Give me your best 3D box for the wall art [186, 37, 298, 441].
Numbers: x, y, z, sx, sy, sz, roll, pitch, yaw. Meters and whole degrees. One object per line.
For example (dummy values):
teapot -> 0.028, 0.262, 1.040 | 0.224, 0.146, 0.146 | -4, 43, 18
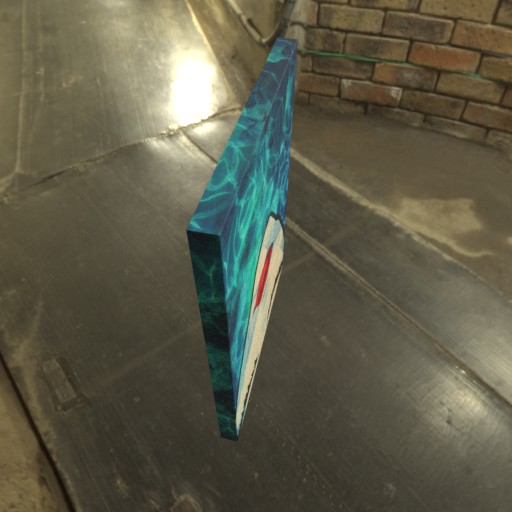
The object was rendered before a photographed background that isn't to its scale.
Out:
wall art -> 0.000, 0.000, 0.880 | 0.038, 0.635, 0.508 | 10, 49, 9
